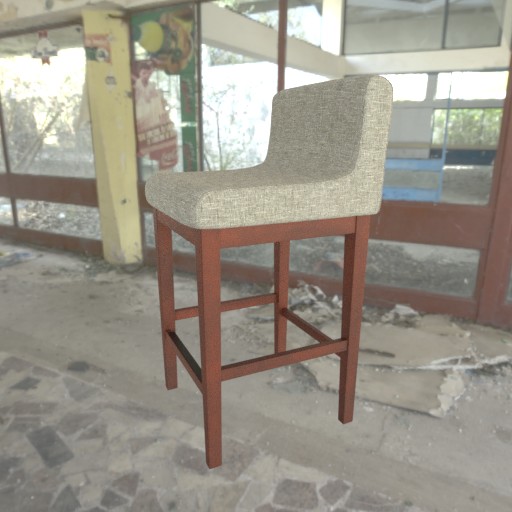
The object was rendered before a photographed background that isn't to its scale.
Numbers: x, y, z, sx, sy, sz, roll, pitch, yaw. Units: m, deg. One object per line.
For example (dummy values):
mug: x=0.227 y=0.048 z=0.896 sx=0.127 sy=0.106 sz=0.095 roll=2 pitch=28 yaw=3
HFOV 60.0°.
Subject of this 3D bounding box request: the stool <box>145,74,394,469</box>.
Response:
stool: x=0.000 y=0.000 z=1.112 sx=0.459 sy=0.835 sz=0.417 roll=-7 pitch=17 yaw=-25
